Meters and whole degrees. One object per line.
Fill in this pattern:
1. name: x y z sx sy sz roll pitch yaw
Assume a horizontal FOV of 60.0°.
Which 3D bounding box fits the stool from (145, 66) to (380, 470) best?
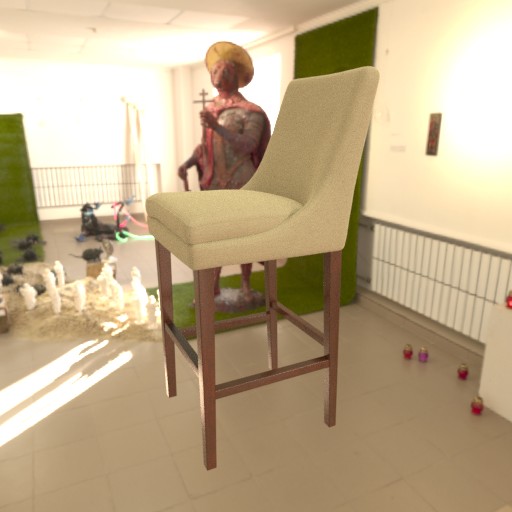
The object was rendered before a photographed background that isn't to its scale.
1. stool: 0.000 0.000 1.378 0.577 1.078 0.470 -8 18 -25
